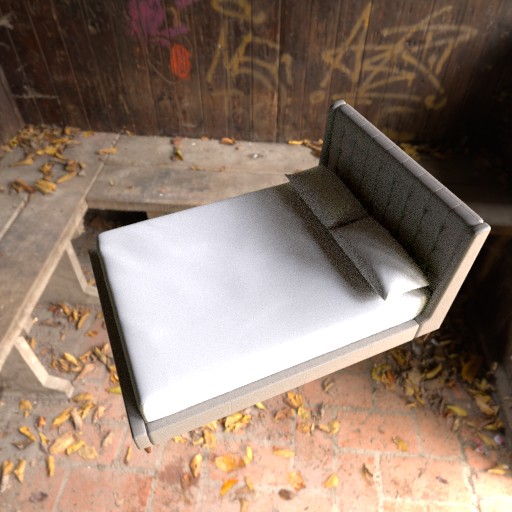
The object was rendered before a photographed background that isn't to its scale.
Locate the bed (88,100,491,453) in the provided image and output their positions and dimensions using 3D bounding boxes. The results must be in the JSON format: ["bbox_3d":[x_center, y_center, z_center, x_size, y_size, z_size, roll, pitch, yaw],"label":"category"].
[{"bbox_3d":[0.000,0.000,3.149,2.232,1.147,1.656,-17,49,-16],"label":"bed"}]
